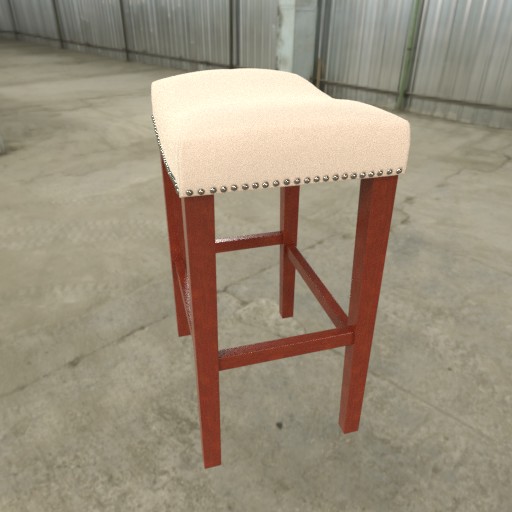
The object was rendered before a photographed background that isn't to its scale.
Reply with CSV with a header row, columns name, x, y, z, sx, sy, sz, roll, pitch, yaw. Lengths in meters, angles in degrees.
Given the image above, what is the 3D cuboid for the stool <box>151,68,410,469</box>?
name,x,y,z,sx,sy,sz,roll,pitch,yaw
stool,0.000,0.000,1.011,0.372,0.742,0.504,-8,31,-14
